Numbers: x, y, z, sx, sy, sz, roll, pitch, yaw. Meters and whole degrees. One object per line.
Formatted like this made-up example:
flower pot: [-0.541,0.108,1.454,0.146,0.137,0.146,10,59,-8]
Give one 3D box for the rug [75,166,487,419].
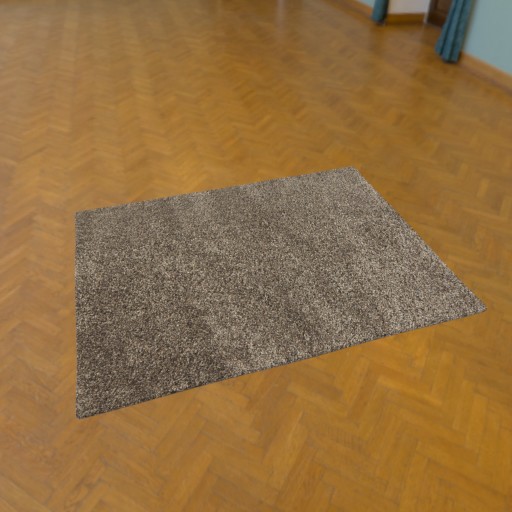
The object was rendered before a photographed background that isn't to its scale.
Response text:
rug: [0.000,0.000,2.056,1.601,0.025,1.198,-12,42,-13]
